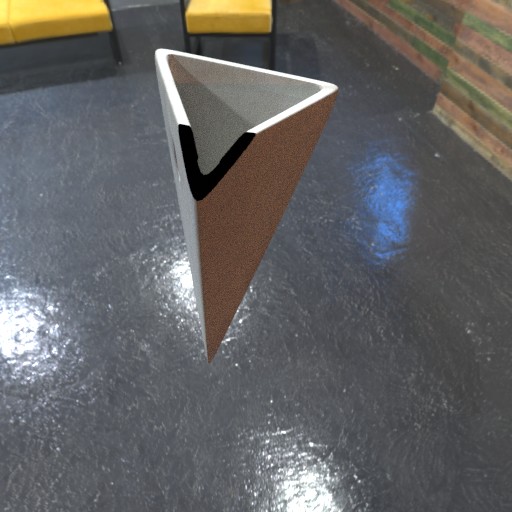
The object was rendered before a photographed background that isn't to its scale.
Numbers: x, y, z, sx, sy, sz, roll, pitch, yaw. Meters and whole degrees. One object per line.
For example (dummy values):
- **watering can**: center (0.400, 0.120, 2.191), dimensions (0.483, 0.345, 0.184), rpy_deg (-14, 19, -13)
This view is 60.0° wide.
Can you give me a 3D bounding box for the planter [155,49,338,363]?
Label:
- **planter**: center (0.000, 0.000, 0.161), dimensions (0.047, 0.130, 0.058), rpy_deg (-12, 48, -11)
